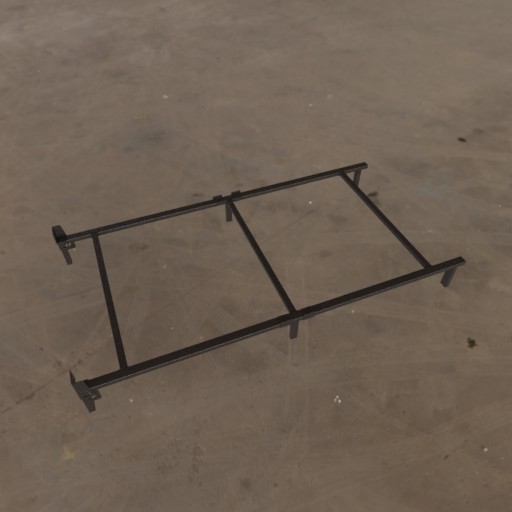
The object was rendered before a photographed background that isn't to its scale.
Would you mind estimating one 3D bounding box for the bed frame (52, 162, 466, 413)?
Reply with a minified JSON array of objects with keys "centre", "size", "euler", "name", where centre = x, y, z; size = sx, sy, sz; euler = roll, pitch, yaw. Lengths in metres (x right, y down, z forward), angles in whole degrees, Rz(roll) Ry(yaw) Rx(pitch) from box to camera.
[{"centre":[0.000,0.000,2.325],"size":[1.897,0.248,0.968],"euler":[-16,48,-15],"name":"bed frame"}]
